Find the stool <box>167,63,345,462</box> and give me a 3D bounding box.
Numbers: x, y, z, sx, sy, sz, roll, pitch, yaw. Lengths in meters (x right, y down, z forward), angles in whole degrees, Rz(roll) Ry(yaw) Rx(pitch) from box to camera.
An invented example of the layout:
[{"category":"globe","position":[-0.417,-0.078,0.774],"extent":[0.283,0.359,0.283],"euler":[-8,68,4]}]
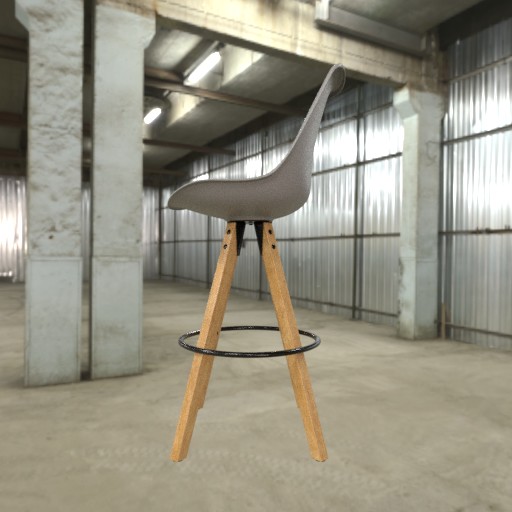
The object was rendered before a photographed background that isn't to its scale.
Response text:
[{"category":"stool","position":[0.000,0.000,1.411],"extent":[0.550,1.115,0.485],"euler":[0,0,0]}]
